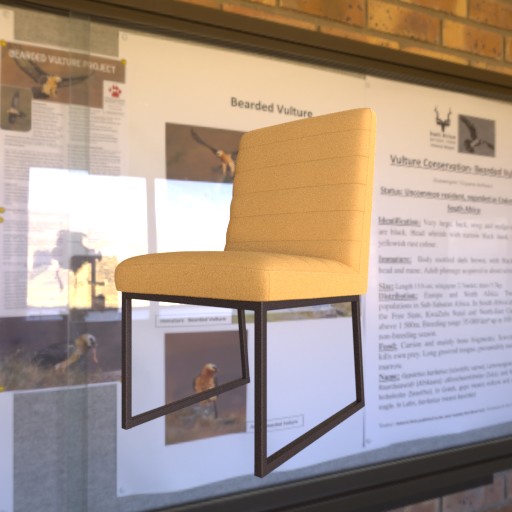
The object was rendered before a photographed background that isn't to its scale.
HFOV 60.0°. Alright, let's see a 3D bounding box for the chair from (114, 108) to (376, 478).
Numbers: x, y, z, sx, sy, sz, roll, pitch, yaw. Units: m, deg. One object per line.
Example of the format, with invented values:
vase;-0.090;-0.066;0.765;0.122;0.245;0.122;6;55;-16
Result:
chair;0.000;0.000;1.301;0.520;0.930;0.634;0;0;36
